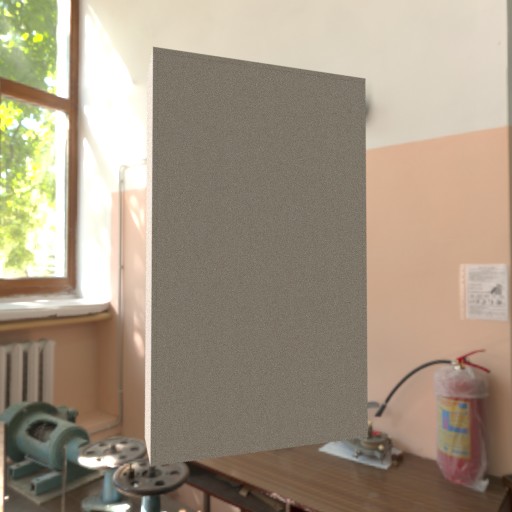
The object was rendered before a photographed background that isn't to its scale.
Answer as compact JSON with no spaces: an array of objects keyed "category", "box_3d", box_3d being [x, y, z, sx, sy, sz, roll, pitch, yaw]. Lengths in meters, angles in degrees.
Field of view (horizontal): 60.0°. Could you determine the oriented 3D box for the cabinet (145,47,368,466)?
[{"category":"cabinet","box_3d":[0.000,0.000,1.585,0.750,1.280,0.250,0,-1,-18]}]
